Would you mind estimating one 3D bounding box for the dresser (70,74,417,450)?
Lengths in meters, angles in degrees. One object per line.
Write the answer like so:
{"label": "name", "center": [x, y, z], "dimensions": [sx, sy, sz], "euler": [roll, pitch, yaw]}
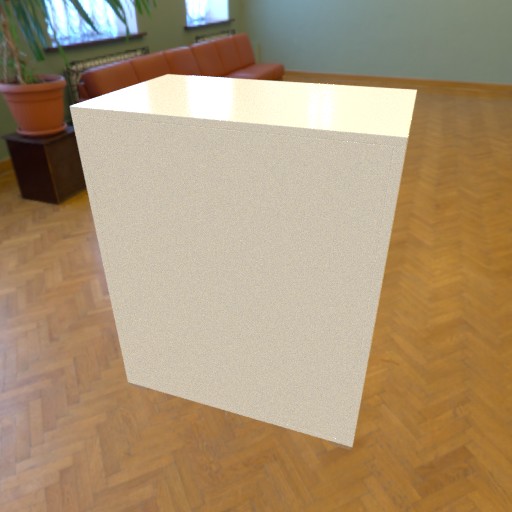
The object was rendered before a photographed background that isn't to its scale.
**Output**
{"label": "dresser", "center": [0.000, 0.000, 1.163], "dimensions": [0.650, 0.800, 0.400], "euler": [10, 33, 16]}
